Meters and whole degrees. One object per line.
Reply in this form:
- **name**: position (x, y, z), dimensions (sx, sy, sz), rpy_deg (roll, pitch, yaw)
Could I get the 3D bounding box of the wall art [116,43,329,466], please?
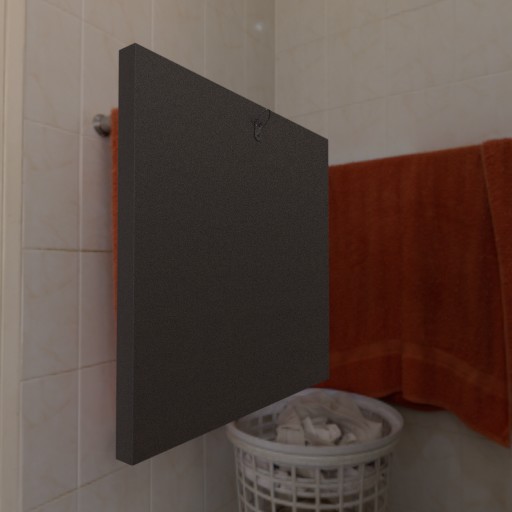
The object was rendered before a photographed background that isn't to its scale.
- **wall art**: position (0.000, 0.000, 0.508), dimensions (0.038, 0.349, 0.349), rpy_deg (-1, -2, 36)
